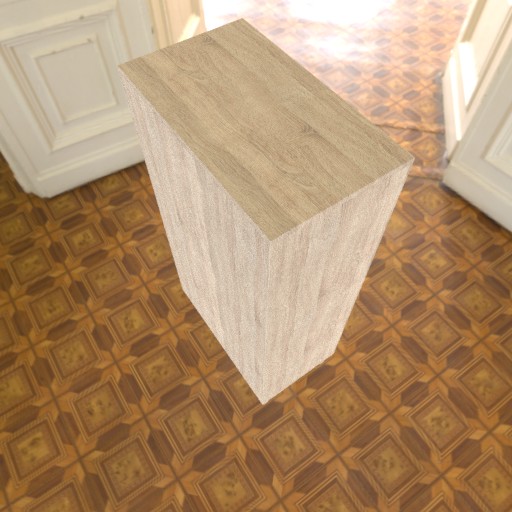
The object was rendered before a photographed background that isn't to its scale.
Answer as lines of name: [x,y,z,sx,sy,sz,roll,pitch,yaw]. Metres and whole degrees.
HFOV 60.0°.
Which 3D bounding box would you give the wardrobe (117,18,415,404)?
wardrobe: [0.000,0.000,2.394,0.600,1.960,1.000,-30,62,-18]
